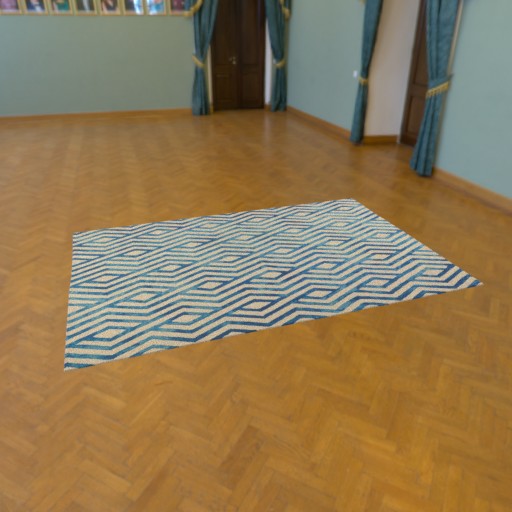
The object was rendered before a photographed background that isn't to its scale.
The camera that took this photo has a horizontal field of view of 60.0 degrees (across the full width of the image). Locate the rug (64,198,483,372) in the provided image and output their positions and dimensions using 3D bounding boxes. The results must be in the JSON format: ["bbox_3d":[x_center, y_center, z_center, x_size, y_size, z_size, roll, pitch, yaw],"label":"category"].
[{"bbox_3d":[0.000,0.000,2.322,1.830,0.008,1.225,-9,29,-17],"label":"rug"}]
